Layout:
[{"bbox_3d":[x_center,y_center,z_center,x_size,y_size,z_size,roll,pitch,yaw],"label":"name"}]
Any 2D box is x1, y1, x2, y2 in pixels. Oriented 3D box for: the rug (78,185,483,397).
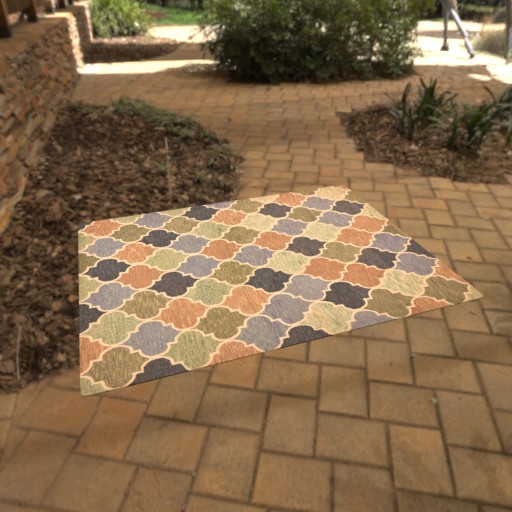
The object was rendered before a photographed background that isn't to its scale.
[{"bbox_3d":[0.000,0.000,4.228,3.200,0.013,2.439,-11,34,-16],"label":"rug"}]
